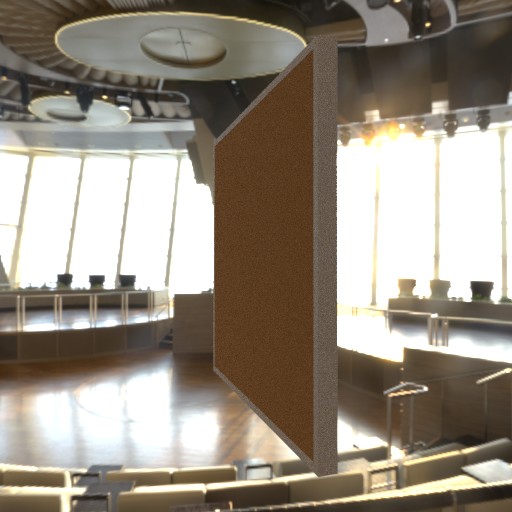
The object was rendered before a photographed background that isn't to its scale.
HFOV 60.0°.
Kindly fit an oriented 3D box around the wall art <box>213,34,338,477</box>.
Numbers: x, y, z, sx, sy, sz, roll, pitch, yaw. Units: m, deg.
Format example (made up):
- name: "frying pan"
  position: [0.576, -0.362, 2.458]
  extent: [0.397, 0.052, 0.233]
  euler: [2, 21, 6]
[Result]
- name: "wall art"
  position: [0.000, 0.000, 1.128]
  extent: [0.038, 0.762, 0.762]
  euler: [0, 0, -19]
